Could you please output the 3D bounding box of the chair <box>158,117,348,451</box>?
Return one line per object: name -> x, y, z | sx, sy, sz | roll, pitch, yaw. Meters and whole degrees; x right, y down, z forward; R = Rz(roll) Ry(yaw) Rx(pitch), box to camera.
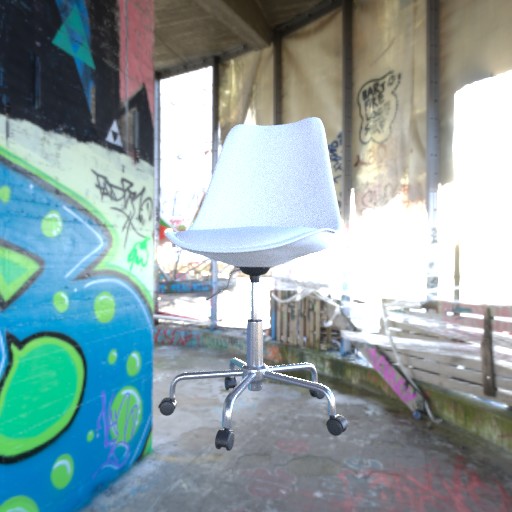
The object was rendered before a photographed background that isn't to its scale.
chair -> 0.000, 0.000, 1.305 | 0.550, 0.930, 0.550 | 0, 0, 18
